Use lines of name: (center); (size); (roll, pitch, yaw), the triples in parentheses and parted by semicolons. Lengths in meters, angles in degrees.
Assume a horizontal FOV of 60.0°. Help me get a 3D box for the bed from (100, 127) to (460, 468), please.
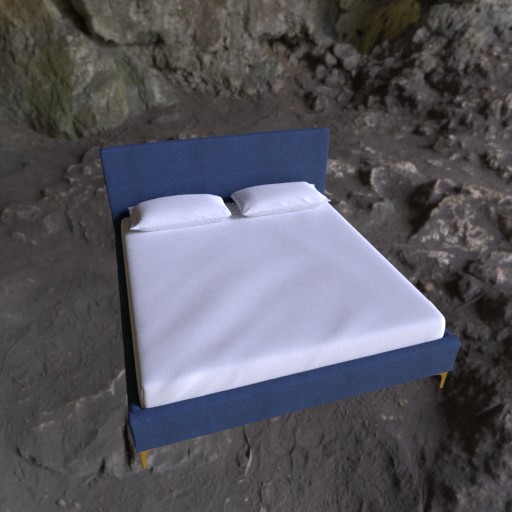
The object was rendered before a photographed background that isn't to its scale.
bed: (0.000, 0.000, 3.397); (2.096, 1.231, 2.232); (-9, 33, -14)
